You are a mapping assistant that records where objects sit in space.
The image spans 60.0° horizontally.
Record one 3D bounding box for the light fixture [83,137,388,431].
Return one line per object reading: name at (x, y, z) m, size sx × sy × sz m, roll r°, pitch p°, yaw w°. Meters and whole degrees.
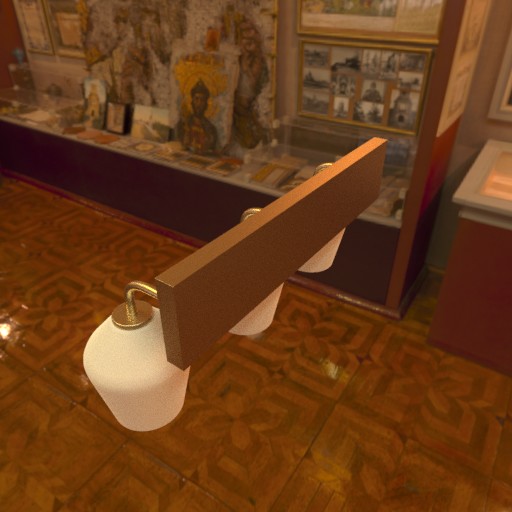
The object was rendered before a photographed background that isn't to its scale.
light fixture at (0.000, 0.000, 0.721) m, size 0.190 × 0.280 × 0.609 m, roll 21°, pitch 38°, yaw 29°
